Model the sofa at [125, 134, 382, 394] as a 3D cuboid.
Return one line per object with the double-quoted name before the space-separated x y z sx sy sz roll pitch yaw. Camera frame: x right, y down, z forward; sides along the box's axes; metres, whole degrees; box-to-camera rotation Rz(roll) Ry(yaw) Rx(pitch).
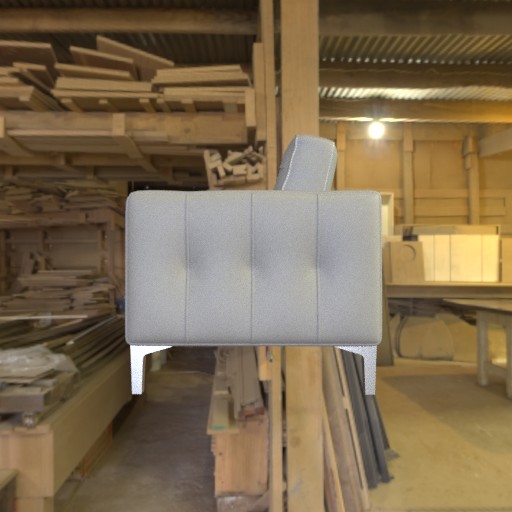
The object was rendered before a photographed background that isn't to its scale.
"sofa" 0.000 0.000 2.231 0.833 0.893 1.726 0 -1 1
